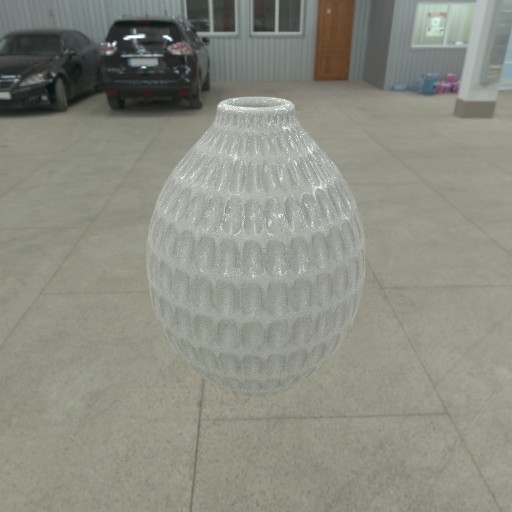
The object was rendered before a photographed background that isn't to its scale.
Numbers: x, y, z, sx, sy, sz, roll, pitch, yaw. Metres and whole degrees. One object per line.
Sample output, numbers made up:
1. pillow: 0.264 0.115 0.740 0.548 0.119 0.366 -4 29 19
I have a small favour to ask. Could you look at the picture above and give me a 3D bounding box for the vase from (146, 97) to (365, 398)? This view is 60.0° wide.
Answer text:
1. vase: 0.000 0.000 0.335 0.162 0.223 0.162 0 28 0
